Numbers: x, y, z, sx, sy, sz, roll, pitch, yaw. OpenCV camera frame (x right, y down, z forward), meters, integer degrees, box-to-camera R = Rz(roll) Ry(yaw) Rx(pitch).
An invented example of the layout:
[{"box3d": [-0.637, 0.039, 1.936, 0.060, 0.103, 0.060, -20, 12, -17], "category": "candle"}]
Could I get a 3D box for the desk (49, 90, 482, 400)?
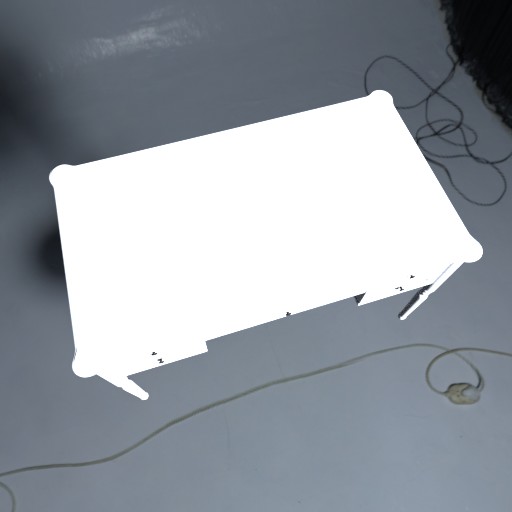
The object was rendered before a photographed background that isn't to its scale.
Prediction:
[{"box3d": [0.000, 0.000, 1.901, 1.380, 0.762, 0.807, -16, 65, -7], "category": "desk"}]
